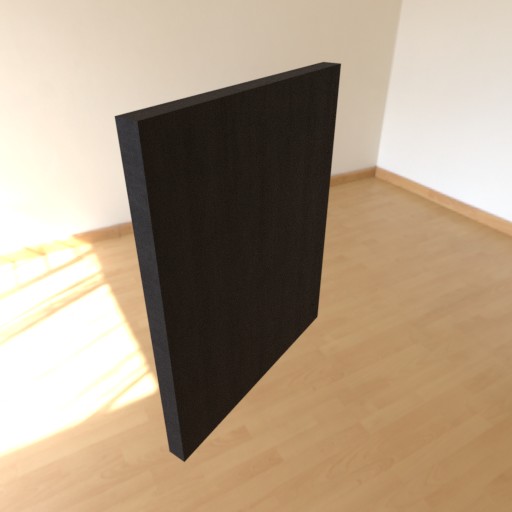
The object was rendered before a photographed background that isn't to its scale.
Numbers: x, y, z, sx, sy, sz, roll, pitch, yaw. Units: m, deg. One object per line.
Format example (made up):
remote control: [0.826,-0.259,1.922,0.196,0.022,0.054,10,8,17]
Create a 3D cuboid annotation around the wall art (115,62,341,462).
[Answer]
wall art: [0.000,0.000,0.748,0.034,0.552,0.455,20,37,29]
